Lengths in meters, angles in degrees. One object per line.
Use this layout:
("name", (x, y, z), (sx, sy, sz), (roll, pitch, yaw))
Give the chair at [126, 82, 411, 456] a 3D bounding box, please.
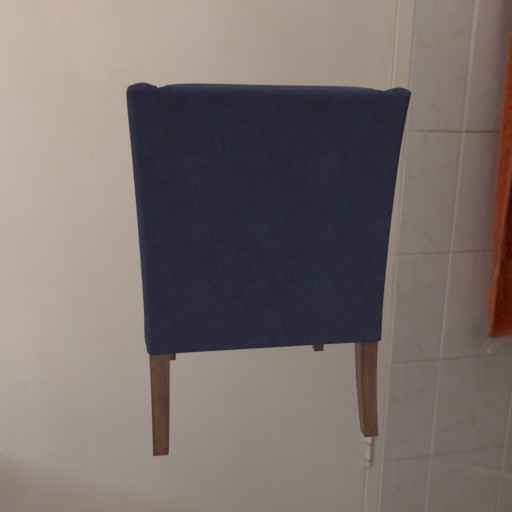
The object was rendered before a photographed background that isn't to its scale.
("chair", (0.000, 0.000, 1.323), (0.629, 0.895, 0.629), (-2, 14, -8))
